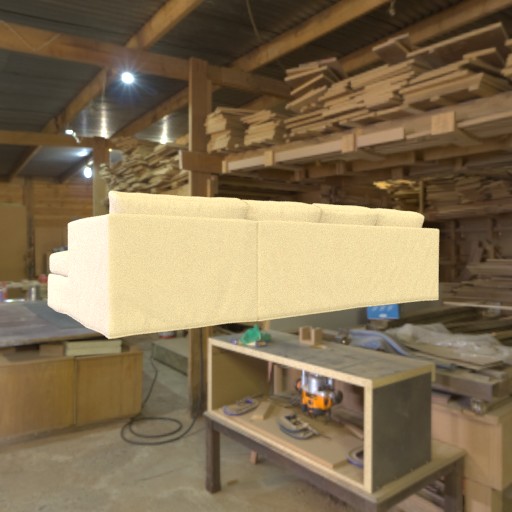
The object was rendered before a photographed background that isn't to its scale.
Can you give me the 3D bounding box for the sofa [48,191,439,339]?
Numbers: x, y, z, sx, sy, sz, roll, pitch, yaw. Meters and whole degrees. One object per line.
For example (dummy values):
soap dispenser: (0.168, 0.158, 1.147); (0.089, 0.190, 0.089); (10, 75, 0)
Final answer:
sofa: (0.000, 0.000, 3.980); (3.206, 0.871, 1.622); (-1, 1, -36)
